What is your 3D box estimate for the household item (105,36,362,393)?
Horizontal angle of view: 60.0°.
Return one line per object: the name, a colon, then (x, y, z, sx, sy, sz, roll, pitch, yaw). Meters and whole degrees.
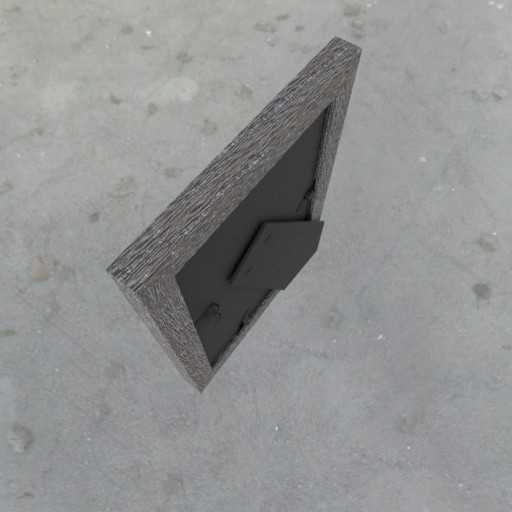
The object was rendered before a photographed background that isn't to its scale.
household item: (0.000, 0.000, 0.283, 0.020, 0.210, 0.160, 33, 68, 15)
